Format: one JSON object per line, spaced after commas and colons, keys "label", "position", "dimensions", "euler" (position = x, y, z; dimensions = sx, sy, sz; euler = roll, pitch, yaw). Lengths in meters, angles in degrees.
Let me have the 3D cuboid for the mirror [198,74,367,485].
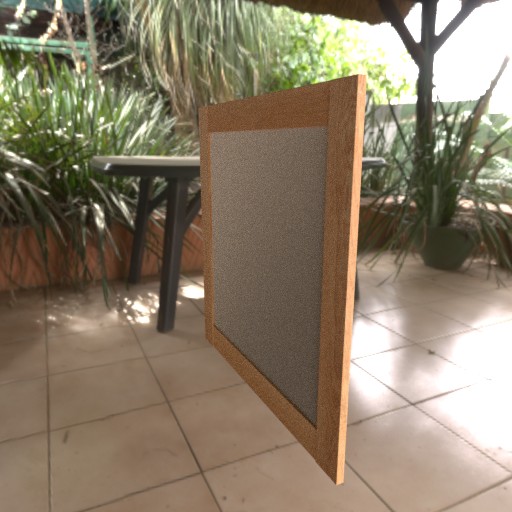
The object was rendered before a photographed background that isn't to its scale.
{"label": "mirror", "position": [0.000, 0.000, 1.175], "dimensions": [0.020, 0.800, 0.800], "euler": [-7, 16, -25]}
